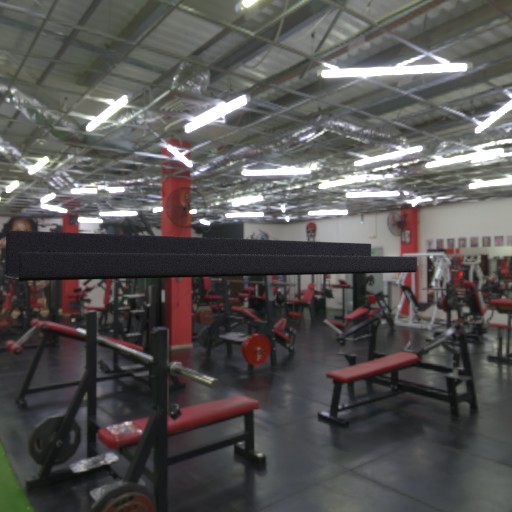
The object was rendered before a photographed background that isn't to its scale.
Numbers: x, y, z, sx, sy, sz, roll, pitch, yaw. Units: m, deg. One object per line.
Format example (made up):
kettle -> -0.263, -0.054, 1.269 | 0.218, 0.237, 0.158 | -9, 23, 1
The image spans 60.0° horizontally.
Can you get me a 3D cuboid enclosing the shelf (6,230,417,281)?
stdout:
shelf -> 0.000, 0.000, 0.623 | 0.605, 0.053, 0.102 | 1, -1, -36
